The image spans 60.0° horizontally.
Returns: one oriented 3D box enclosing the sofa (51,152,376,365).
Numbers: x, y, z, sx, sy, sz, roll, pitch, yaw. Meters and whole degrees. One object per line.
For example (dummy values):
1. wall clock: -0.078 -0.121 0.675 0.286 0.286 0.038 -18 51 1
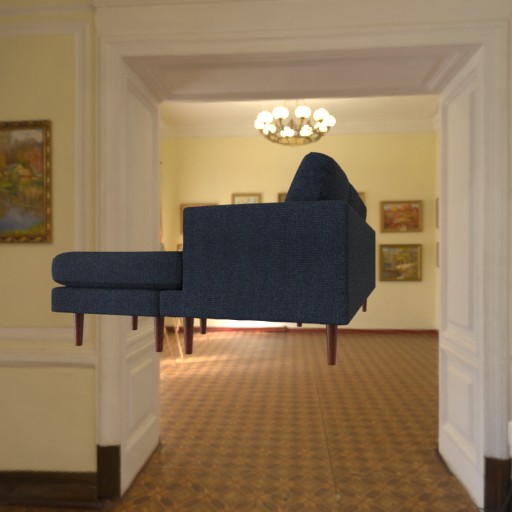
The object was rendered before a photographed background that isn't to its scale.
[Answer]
1. sofa: 0.000 0.000 3.083 1.504 0.956 2.233 0 0 18
